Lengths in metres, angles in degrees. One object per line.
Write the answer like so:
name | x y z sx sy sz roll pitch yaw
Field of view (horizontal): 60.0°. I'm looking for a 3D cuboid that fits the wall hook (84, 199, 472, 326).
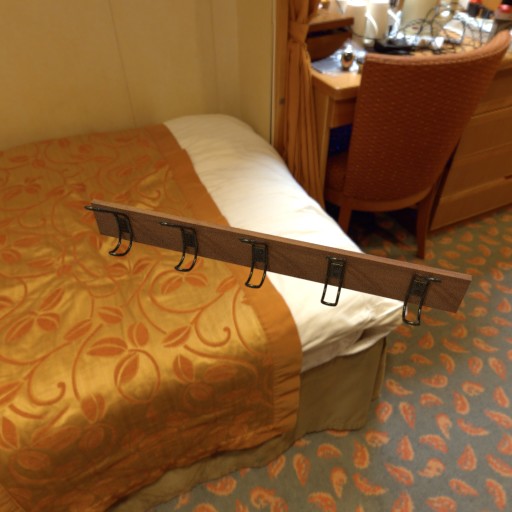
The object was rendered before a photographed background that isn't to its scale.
wall hook | 0.000 0.000 0.609 0.554 0.116 0.076 12 44 13
